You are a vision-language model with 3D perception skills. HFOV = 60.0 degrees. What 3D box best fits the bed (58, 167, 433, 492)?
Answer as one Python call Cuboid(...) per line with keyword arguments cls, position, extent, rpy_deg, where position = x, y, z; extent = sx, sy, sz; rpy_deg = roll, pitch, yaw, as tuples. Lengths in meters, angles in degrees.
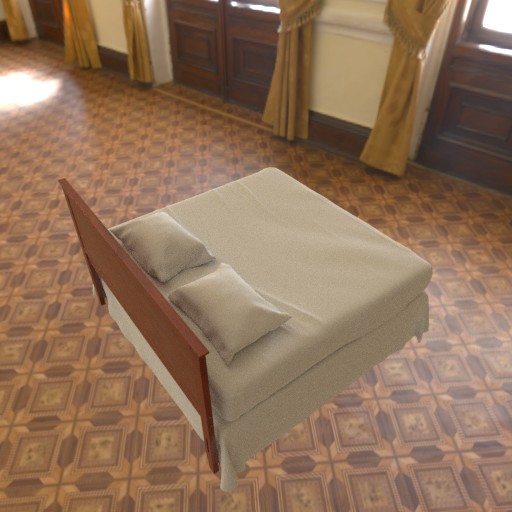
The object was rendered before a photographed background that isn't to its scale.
Cuboid(cls="bed", position=(0.000, 0.000, 3.587), extent=(2.219, 1.271, 2.314), rpy_deg=(-26, 46, -27))
